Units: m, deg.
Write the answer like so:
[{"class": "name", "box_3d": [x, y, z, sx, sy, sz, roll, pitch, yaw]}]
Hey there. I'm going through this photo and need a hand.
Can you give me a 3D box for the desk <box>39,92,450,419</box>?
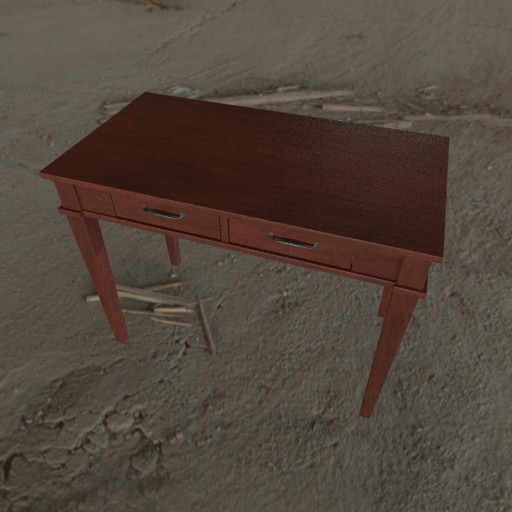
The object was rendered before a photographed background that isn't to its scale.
[{"class": "desk", "box_3d": [0.000, 0.000, 1.473, 1.001, 0.762, 0.549, 13, 44, 14]}]
